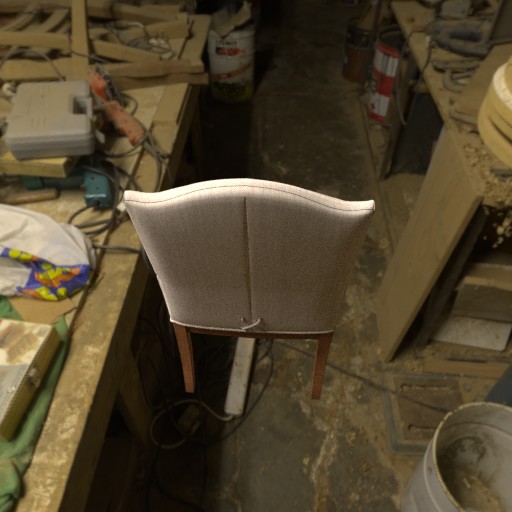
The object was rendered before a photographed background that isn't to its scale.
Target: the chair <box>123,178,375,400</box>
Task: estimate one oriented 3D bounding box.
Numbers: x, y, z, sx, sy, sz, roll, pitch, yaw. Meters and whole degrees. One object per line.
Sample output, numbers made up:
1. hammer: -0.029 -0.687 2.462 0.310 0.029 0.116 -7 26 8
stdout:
1. chair: 0.000 0.000 1.382 0.533 1.016 0.641 3 46 2
